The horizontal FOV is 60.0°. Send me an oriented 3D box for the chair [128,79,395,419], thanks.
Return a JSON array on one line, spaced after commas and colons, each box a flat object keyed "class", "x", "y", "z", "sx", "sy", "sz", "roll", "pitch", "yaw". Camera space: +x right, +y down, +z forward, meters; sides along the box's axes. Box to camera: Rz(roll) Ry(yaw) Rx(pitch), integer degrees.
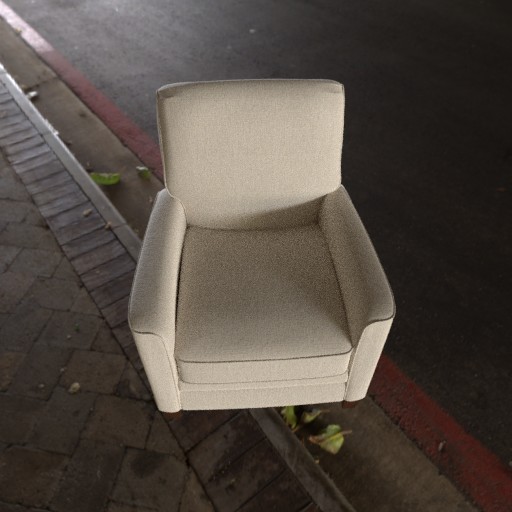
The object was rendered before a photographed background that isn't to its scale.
[{"class": "chair", "x": 0.000, "y": 0.000, "z": 1.667, "sx": 0.841, "sy": 1.028, "sz": 0.858, "roll": -3, "pitch": 46, "yaw": -3}]
